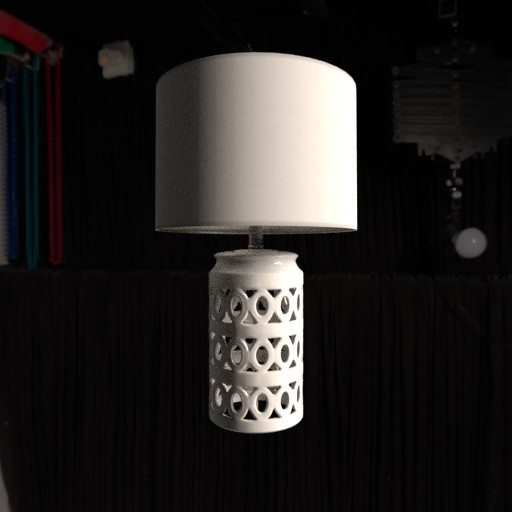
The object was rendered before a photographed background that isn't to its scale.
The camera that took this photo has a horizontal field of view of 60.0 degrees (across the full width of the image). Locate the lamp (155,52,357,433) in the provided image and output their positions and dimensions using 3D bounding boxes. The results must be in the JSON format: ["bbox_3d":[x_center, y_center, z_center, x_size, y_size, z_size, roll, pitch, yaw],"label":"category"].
[{"bbox_3d":[0.000,0.000,0.698,0.310,0.502,0.310,0,1,0],"label":"lamp"}]
